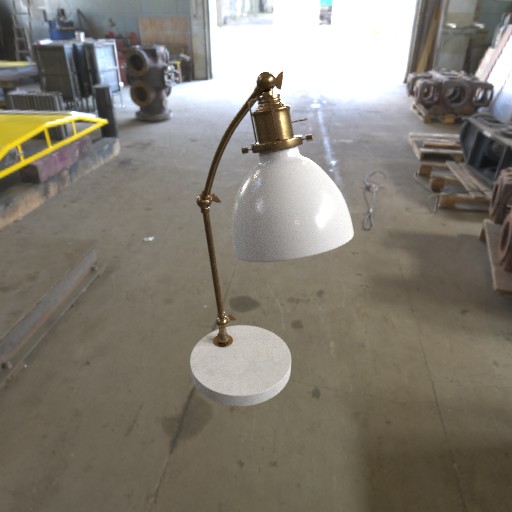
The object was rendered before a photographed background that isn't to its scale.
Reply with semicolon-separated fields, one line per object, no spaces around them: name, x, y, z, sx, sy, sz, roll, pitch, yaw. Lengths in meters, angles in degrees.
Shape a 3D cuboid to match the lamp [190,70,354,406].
lamp;0.000;0.000;0.666;0.186;0.522;0.317;-20;35;-31
